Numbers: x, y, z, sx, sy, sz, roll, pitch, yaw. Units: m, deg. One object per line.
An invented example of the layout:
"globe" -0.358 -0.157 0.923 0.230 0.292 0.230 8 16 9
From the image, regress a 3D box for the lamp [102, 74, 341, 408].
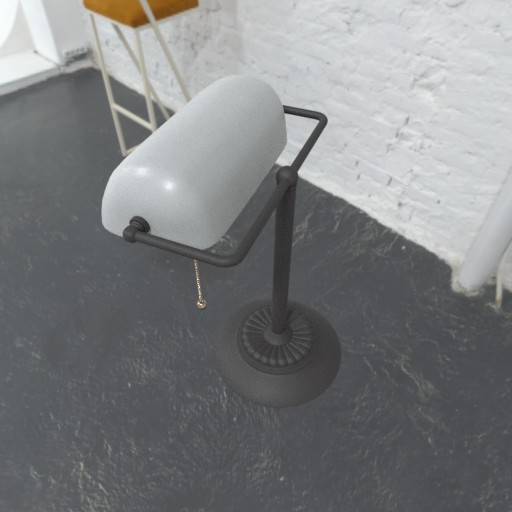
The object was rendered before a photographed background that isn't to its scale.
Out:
"lamp" 0.000 0.000 0.511 0.243 0.339 0.264 16 47 16
